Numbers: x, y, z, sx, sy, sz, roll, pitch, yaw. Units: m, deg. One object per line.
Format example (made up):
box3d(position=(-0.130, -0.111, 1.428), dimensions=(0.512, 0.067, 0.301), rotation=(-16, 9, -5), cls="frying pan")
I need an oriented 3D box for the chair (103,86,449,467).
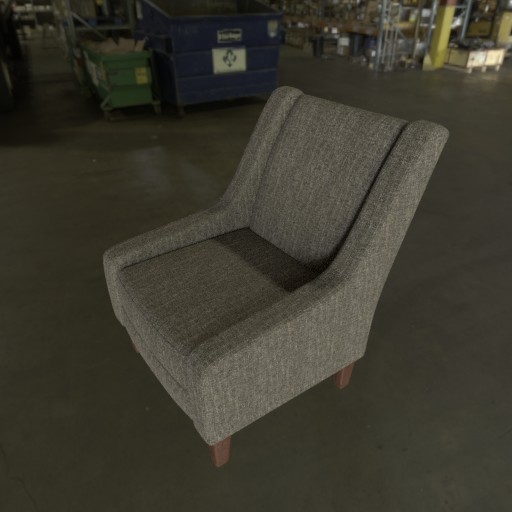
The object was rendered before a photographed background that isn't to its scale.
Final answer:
box3d(position=(0.000, 0.000, 1.665), dimensions=(0.944, 1.012, 0.793), rotation=(-21, 37, -30), cls="chair")
